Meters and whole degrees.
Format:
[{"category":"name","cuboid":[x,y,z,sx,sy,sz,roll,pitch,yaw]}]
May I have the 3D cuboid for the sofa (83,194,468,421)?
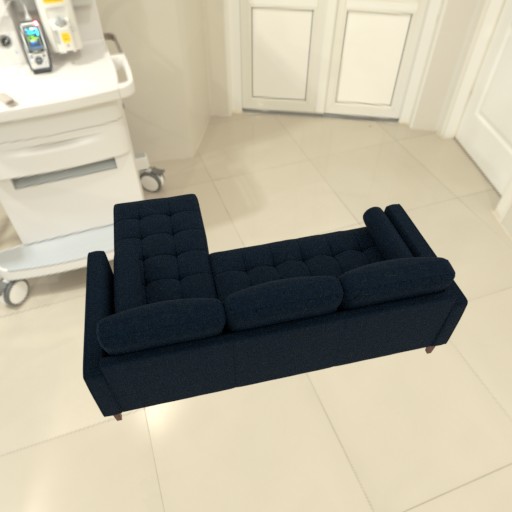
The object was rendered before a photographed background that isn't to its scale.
[{"category":"sofa","cuboid":[0.000,0.000,3.038,2.185,0.841,1.613,-10,47,-9]}]
